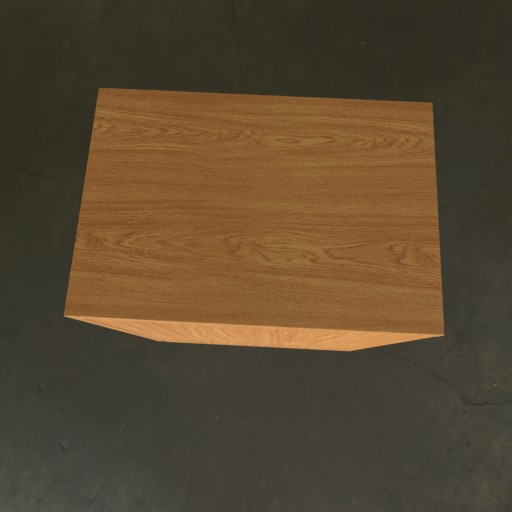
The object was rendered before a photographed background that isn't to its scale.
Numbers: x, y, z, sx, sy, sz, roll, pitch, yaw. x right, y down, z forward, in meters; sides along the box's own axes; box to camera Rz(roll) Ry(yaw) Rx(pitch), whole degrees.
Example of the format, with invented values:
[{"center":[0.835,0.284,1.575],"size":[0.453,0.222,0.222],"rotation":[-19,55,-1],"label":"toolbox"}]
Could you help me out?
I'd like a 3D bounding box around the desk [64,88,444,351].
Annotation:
[{"center":[0.000,0.000,1.086],"size":[0.600,0.730,0.404],"rotation":[3,76,1],"label":"desk"}]
